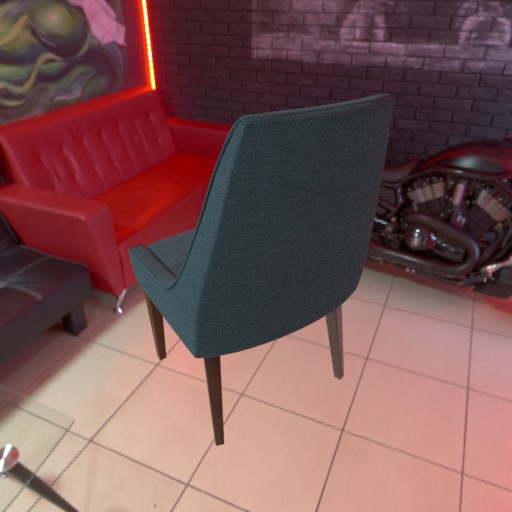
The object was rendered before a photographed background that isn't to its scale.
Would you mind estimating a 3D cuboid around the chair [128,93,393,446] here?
[{"bbox_3d":[0.000,0.000,1.171,0.529,0.861,0.544,-19,36,-28],"label":"chair"}]
